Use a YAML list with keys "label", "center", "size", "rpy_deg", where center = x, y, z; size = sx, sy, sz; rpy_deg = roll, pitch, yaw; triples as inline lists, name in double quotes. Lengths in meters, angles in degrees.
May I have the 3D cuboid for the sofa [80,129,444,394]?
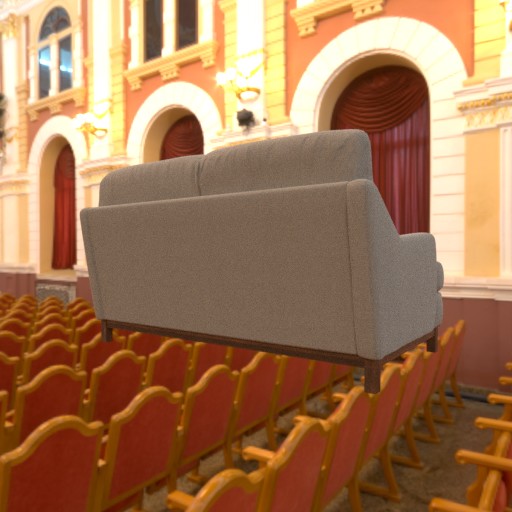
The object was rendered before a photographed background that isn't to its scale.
- label: "sofa"
  center: [0.000, 0.000, 2.229]
  size: [1.589, 0.921, 0.987]
  rpy_deg: [0, 0, 36]
